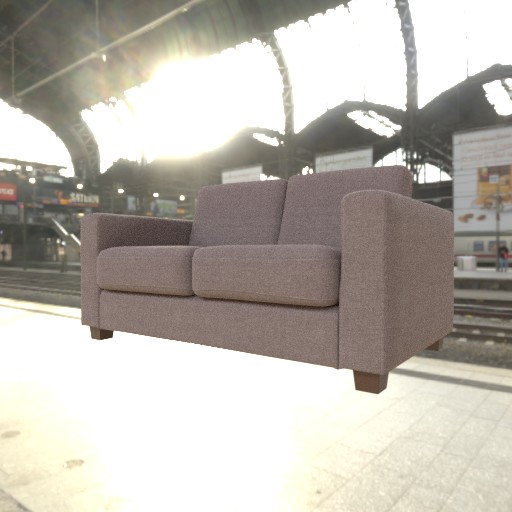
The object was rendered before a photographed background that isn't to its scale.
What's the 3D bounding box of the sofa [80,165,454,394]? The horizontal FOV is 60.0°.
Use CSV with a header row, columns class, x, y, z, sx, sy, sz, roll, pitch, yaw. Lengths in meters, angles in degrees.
class,x,y,z,sx,sy,sz,roll,pitch,yaw
sofa,0.000,0.000,2.013,1.520,0.800,0.900,0,1,36
